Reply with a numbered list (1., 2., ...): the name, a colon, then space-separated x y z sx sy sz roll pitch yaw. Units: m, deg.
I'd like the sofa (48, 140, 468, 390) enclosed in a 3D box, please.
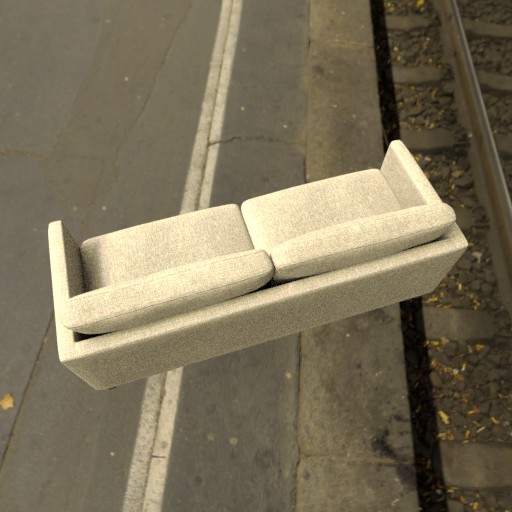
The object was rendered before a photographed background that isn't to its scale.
1. sofa: 0.000 0.000 2.920 2.434 0.951 0.948 -15 61 -9
